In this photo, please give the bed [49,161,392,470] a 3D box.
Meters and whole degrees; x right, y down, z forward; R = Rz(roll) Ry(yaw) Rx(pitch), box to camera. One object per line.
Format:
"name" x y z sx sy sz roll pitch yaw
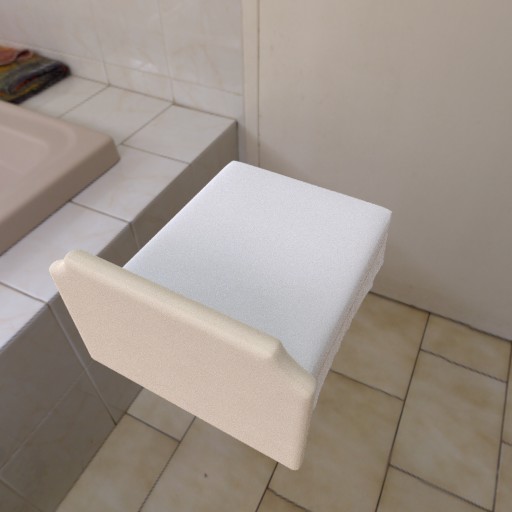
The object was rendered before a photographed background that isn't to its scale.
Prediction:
"bed" 0.000 0.000 3.462 1.827 1.296 2.209 21 50 19
